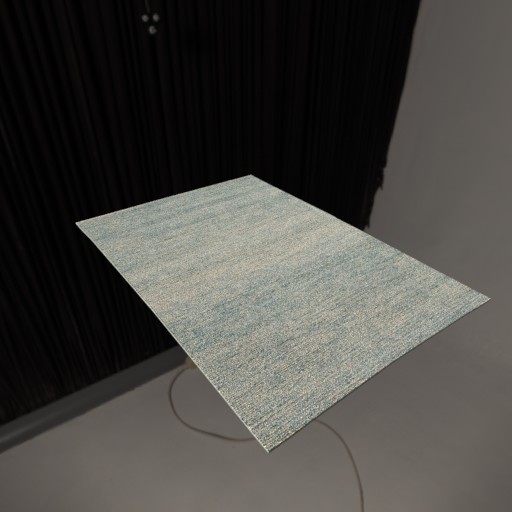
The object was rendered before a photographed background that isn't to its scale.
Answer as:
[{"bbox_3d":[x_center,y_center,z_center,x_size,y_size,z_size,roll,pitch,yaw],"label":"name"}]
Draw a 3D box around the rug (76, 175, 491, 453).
[{"bbox_3d":[0.000,0.000,5.048,2.802,0.052,4.078,-21,38,-30],"label":"rug"}]
